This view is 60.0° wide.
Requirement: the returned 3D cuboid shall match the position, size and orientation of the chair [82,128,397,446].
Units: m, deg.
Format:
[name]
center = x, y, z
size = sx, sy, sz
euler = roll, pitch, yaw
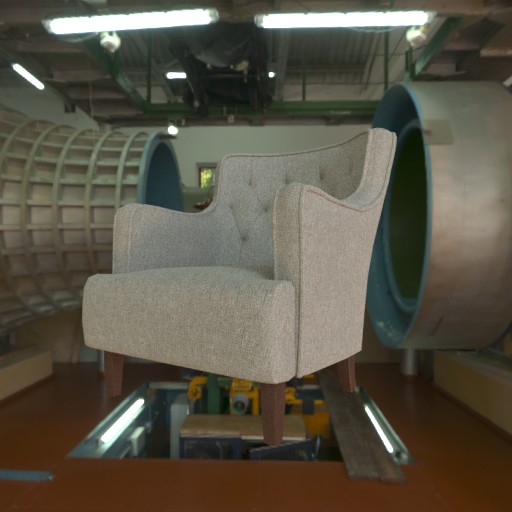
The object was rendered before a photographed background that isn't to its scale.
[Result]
[chair]
center = 0.000, 0.000, 1.564
size = 0.820, 0.920, 0.910
euler = 0, 0, 37
